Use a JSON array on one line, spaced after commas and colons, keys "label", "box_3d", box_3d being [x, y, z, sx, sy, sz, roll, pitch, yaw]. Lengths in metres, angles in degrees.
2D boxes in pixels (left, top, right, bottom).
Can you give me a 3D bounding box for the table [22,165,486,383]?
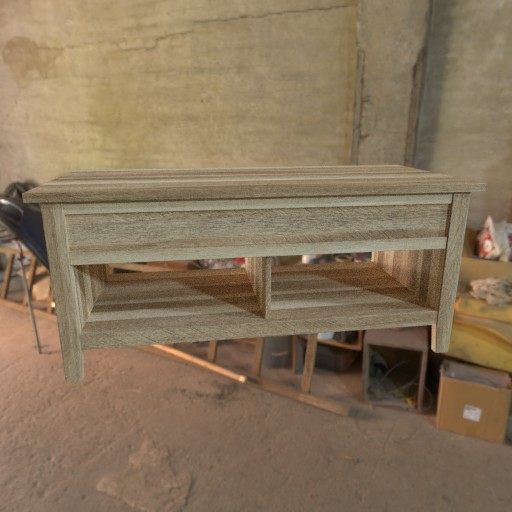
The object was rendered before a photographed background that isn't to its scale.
[{"label": "table", "box_3d": [0.000, 0.000, 1.335, 1.095, 0.480, 0.493, -3, 17, -8]}]
